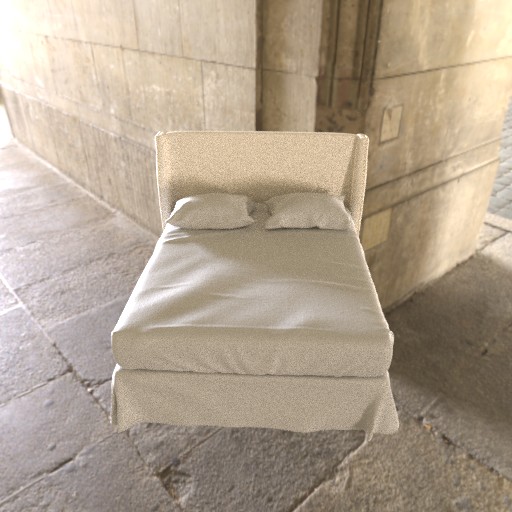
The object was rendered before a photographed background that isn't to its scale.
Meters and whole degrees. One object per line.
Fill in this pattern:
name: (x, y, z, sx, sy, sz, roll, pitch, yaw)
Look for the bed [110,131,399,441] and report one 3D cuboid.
bed: (0.000, 0.000, 3.396, 1.925, 1.332, 2.276, 1, 30, 2)
